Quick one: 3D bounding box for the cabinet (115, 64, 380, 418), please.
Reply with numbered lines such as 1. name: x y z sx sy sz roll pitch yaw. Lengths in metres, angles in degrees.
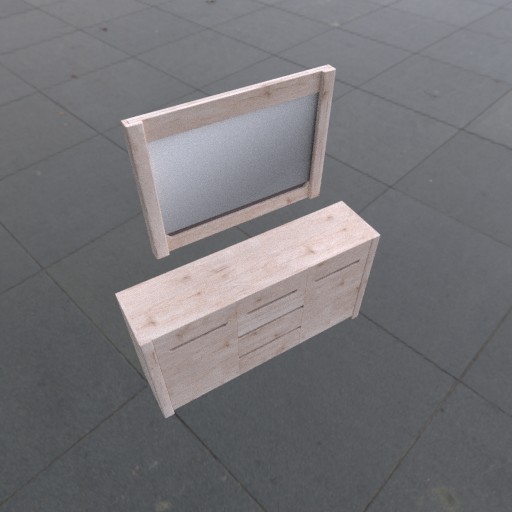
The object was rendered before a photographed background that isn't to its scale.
1. cabinet: 0.000 0.000 2.762 1.700 1.981 0.420 -23 51 -20
